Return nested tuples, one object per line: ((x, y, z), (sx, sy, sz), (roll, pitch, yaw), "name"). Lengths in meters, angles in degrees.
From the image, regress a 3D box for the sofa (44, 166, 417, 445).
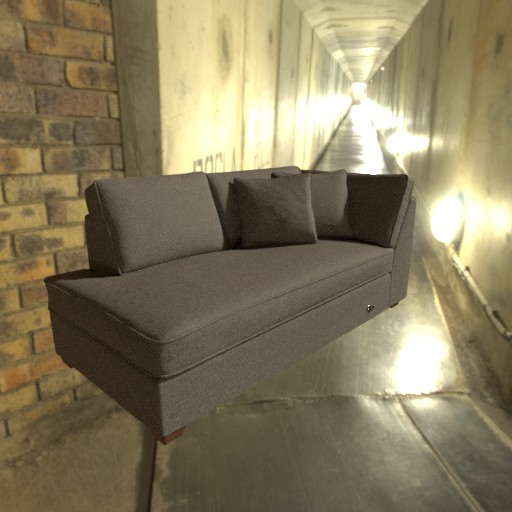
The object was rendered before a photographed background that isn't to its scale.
((0.000, 0.000, 2.795), (1.110, 1.033, 2.237), (15, 22, 42), "sofa")
